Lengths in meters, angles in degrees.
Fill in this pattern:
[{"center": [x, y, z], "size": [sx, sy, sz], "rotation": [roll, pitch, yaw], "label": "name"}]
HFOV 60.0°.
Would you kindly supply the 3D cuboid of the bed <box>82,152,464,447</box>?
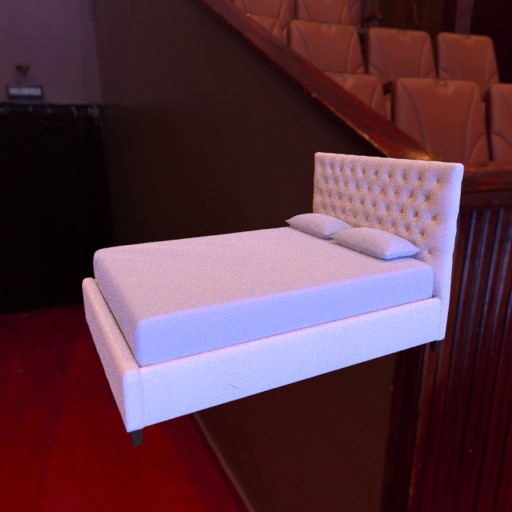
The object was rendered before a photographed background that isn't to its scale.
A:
[{"center": [0.000, 0.000, 3.400], "size": [2.387, 1.427, 1.698], "rotation": [-8, 18, -26], "label": "bed"}]
